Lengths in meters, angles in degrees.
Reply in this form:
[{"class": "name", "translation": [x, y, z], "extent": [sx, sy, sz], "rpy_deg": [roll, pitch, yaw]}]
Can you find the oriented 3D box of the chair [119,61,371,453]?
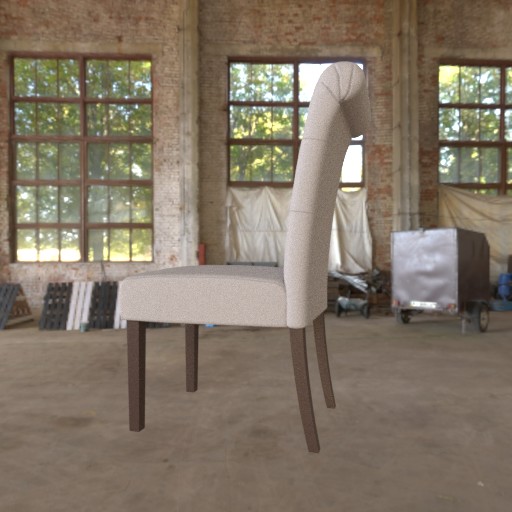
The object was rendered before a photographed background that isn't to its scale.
[{"class": "chair", "translation": [0.000, 0.000, 1.369], "extent": [0.671, 1.006, 0.456], "rpy_deg": [0, 1, 17]}]
